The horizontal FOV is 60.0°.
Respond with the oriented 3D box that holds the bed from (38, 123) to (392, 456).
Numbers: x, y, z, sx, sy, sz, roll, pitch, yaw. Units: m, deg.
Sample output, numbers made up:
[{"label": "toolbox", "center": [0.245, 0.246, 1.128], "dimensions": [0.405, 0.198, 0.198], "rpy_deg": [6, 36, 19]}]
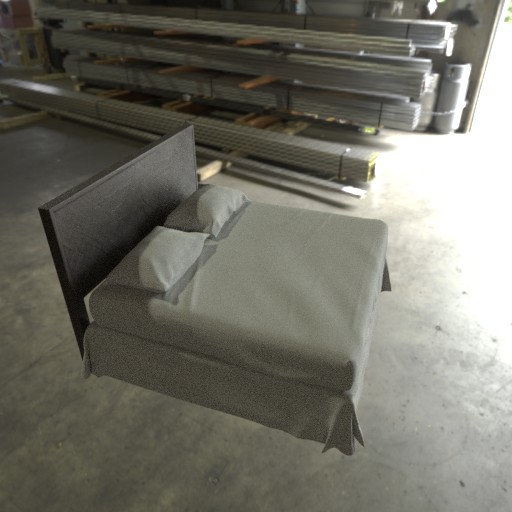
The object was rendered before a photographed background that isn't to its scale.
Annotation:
[{"label": "bed", "center": [0.000, 0.000, 2.926], "dimensions": [1.785, 1.142, 1.772], "rpy_deg": [11, 34, 17]}]
